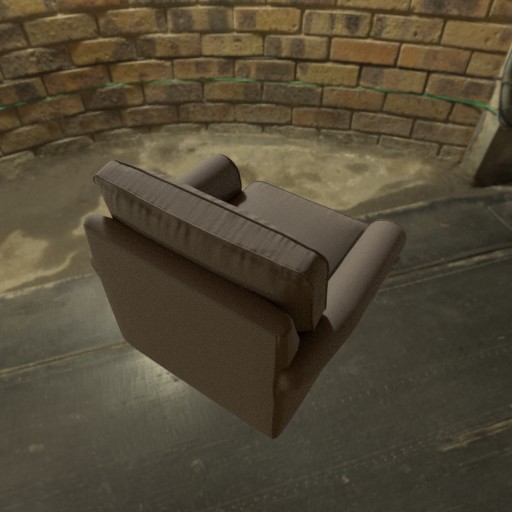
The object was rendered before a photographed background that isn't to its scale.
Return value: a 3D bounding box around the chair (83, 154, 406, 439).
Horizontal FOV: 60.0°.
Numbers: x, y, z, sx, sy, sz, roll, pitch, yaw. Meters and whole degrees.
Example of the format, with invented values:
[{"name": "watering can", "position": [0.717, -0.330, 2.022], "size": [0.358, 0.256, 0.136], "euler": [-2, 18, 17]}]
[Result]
[{"name": "chair", "position": [0.000, 0.000, 1.850], "size": [1.029, 0.967, 0.966], "euler": [26, 51, 23]}]
